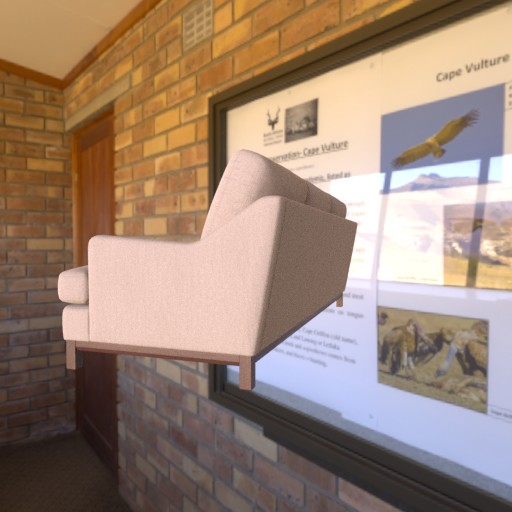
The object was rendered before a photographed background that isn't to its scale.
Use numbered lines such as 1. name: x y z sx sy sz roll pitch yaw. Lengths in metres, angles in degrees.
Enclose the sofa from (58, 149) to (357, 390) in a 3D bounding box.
1. sofa: 0.000 0.000 2.801 1.000 0.913 2.321 1 2 19
